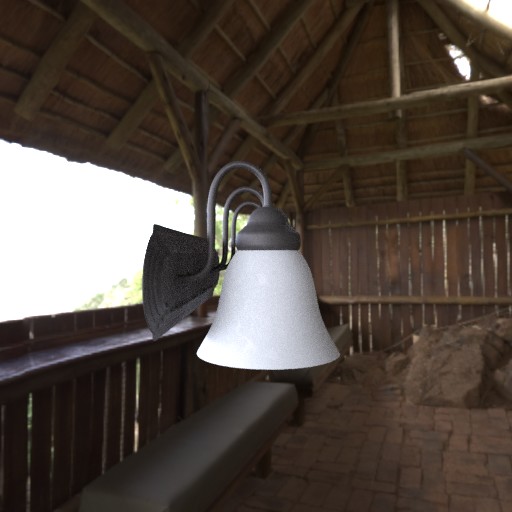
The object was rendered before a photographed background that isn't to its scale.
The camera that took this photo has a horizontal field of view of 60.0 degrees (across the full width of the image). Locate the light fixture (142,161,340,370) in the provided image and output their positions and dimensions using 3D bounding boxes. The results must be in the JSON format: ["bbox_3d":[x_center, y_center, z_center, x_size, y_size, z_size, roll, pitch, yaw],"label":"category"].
[{"bbox_3d":[0.000,0.000,0.709,0.199,0.222,0.610,0,0,1],"label":"light fixture"}]
